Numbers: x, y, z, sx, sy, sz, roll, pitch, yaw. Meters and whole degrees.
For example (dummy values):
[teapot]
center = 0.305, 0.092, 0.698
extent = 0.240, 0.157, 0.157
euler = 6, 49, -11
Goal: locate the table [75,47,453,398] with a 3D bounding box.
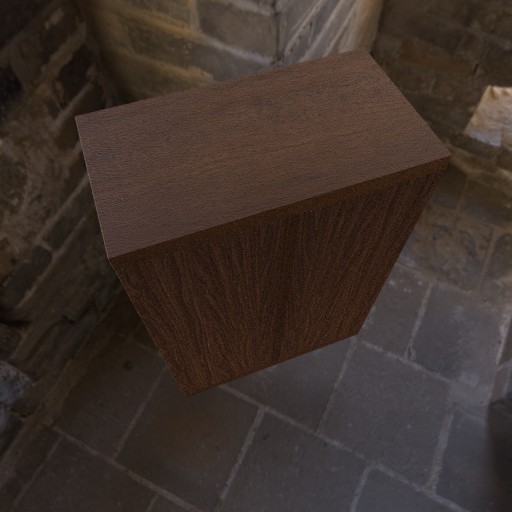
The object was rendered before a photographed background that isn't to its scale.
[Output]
[table]
center = 0.000, 0.000, 1.754
extent = 0.901, 1.294, 0.524
euler = -18, 60, -10
